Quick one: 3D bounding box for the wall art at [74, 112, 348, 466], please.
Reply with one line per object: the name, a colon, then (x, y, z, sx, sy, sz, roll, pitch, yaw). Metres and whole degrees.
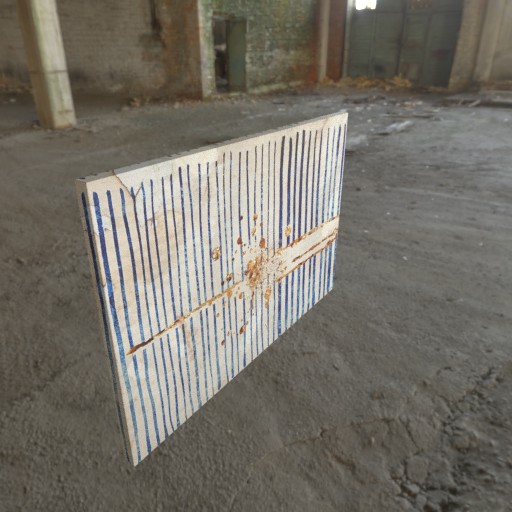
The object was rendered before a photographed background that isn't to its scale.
wall art: (0.000, 0.000, 1.416, 0.038, 0.757, 1.143, 17, 30, 31)
